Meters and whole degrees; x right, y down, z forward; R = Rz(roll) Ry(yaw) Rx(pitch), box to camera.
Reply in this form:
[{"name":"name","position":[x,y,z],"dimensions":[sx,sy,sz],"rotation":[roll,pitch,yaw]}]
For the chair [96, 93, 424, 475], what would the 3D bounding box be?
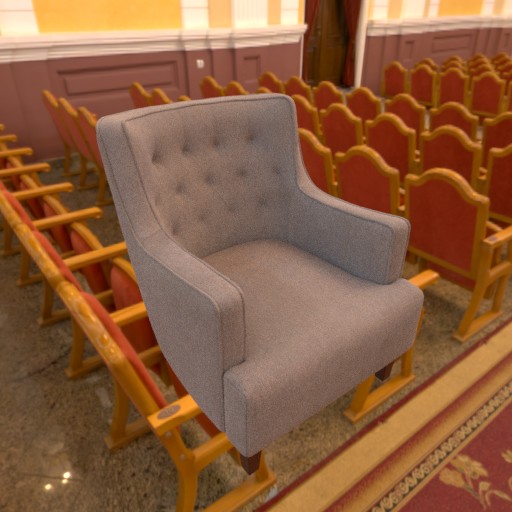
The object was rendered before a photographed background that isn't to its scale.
[{"name":"chair","position":[0.000,0.000,1.531],"dimensions":[0.781,0.919,0.910],"rotation":[-21,36,-32]}]
